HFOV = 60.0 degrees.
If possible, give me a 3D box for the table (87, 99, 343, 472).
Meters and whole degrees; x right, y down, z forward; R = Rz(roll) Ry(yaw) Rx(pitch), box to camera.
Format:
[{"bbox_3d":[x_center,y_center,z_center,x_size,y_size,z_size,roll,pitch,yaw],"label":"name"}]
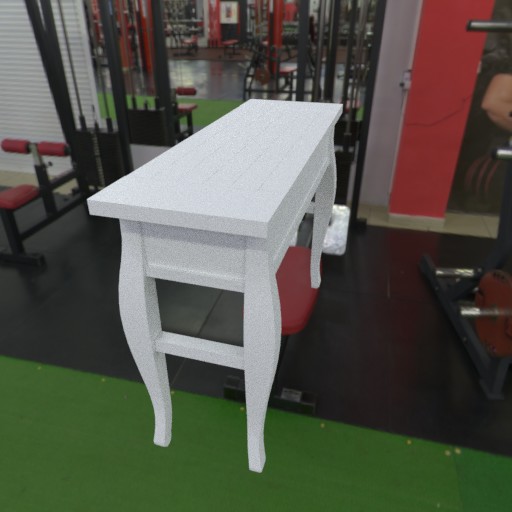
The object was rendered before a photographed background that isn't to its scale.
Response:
[{"bbox_3d":[0.000,0.000,1.428,0.373,0.768,1.062,8,31,14],"label":"table"}]
